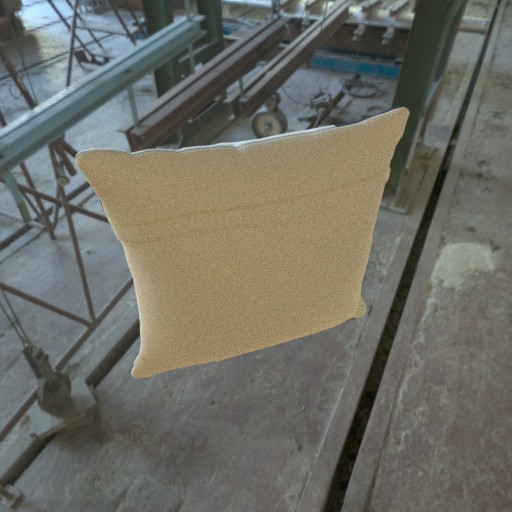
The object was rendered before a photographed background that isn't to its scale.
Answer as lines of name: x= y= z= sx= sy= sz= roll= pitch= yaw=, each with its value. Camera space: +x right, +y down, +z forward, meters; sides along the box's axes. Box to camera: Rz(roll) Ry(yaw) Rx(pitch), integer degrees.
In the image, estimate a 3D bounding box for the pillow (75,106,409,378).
pillow: x=0.000 y=0.000 z=0.802 sx=0.536 sy=0.506 sz=0.229 roll=-13 pitch=44 yaw=-14
